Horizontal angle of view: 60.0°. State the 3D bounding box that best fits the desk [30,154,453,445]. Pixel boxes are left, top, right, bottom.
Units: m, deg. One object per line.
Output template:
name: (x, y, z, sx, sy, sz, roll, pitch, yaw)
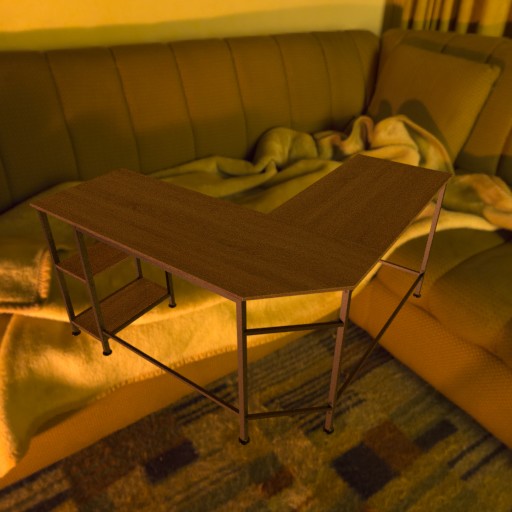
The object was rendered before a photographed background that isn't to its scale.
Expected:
desk: (0.000, 0.000, 2.218, 1.379, 0.739, 1.379, 21, 38, 29)
